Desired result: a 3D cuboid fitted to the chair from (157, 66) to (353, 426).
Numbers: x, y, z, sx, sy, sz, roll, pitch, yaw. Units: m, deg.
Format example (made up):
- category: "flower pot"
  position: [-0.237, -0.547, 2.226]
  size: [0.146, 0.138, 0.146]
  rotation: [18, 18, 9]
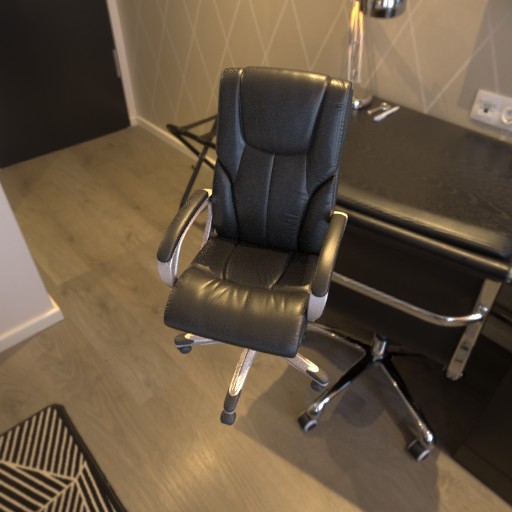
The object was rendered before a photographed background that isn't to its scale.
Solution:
- category: "chair"
  position: [0.000, 0.000, 1.664]
  size: [0.700, 1.145, 0.780]
  rotation: [12, 42, 13]
